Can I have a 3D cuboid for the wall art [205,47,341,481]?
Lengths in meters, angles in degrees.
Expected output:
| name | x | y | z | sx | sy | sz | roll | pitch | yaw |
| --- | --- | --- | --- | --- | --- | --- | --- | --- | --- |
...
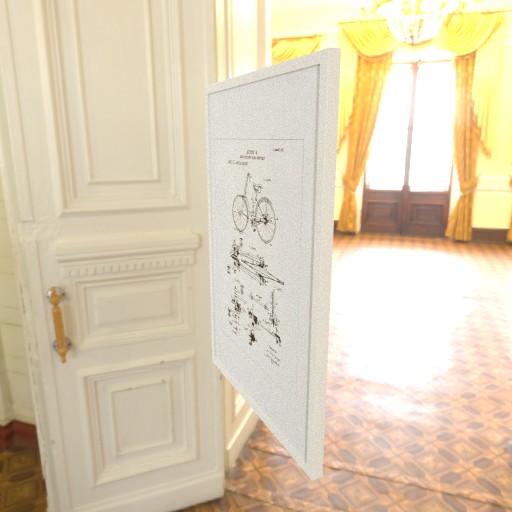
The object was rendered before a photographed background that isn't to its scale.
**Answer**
| name | x | y | z | sx | sy | sz | roll | pitch | yaw |
| --- | --- | --- | --- | --- | --- | --- | --- | --- | --- |
| wall art | 0.000 | 0.000 | 0.616 | 0.015 | 0.477 | 0.332 | -7 | 16 | -26 |
